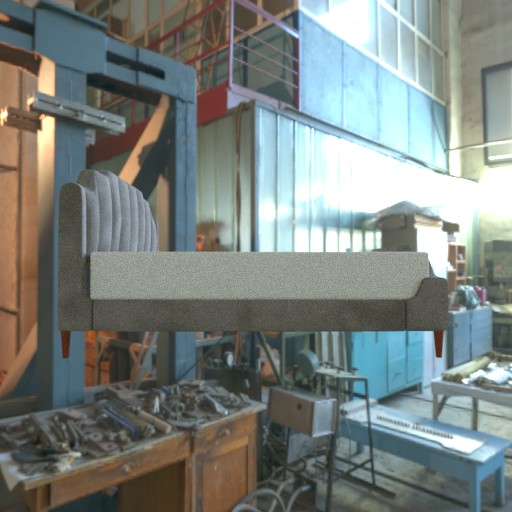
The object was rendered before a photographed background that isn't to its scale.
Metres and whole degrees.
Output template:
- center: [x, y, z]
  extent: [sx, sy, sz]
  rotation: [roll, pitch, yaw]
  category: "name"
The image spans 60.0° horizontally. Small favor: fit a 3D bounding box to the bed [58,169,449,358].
- center: [0.000, 0.000, 3.639]
  extent: [2.340, 1.245, 2.074]
  rotation: [0, -1, 0]
  category: "bed"
